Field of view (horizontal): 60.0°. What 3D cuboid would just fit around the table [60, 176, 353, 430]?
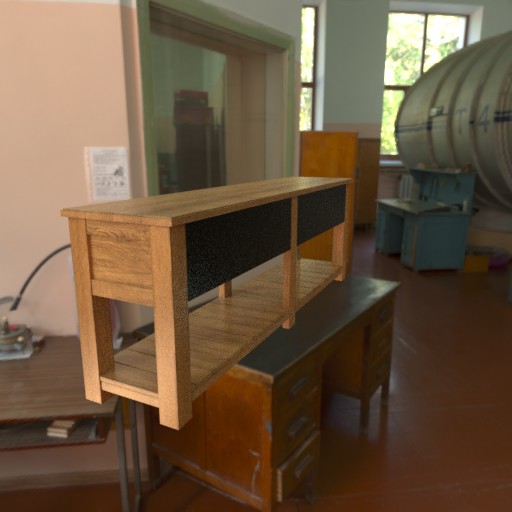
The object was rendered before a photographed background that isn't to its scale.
[{"bbox_3d":[0.000,0.000,2.094,0.425,0.635,1.815,7,15,26],"label":"table"}]
